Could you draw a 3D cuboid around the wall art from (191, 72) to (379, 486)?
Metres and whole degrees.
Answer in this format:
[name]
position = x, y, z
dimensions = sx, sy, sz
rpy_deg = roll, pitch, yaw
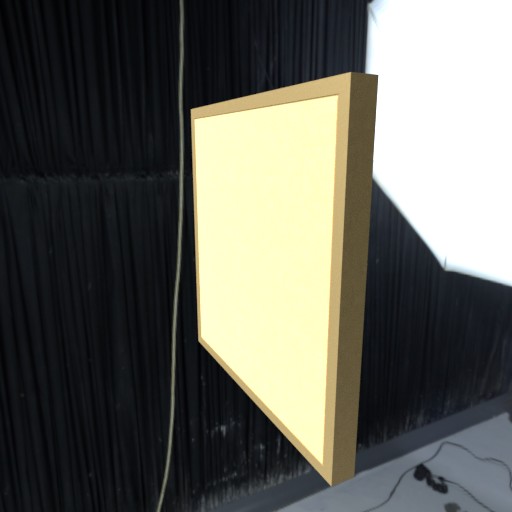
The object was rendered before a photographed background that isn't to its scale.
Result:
[wall art]
position = 0.000, 0.000, 1.894
dimensions = 0.095, 1.284, 1.284
rpy_deg = -7, 15, -26
